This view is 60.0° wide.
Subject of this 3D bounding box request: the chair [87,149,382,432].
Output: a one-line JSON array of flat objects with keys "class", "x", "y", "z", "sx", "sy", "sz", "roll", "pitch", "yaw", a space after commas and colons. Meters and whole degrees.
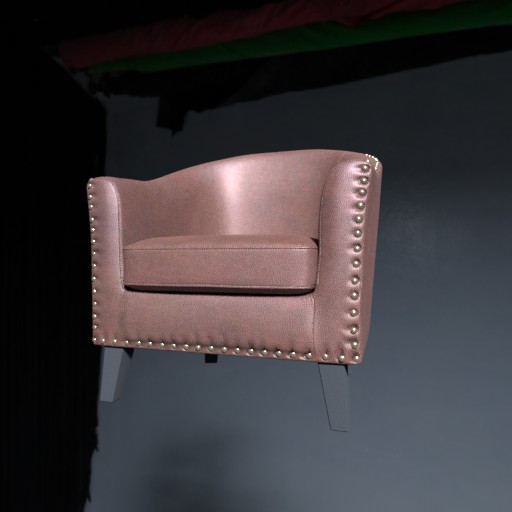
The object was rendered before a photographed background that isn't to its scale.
[{"class": "chair", "x": 0.000, "y": 0.000, "z": 1.447, "sx": 0.794, "sy": 0.823, "sz": 0.748, "roll": 0, "pitch": 0, "yaw": 19}]
